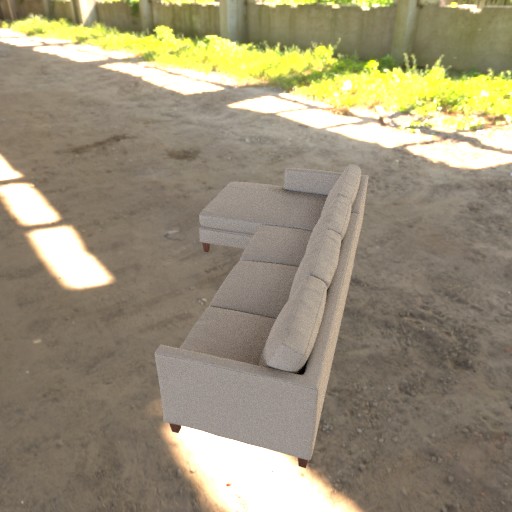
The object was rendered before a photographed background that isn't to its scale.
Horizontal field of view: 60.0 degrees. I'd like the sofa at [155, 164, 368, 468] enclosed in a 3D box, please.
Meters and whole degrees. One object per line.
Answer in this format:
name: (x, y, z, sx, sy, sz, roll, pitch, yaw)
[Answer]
sofa: (0.000, 0.000, 3.856, 1.625, 0.846, 3.186, 9, 32, 15)
